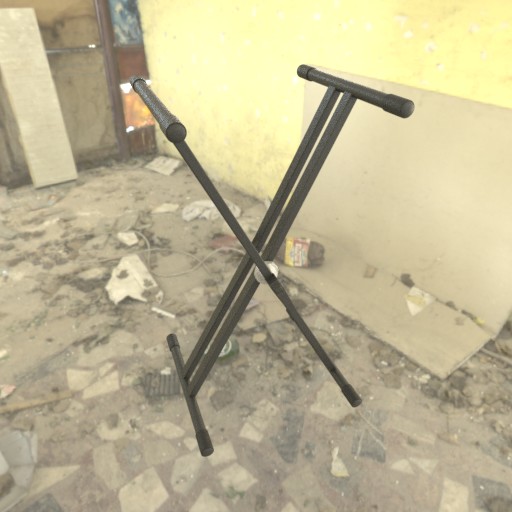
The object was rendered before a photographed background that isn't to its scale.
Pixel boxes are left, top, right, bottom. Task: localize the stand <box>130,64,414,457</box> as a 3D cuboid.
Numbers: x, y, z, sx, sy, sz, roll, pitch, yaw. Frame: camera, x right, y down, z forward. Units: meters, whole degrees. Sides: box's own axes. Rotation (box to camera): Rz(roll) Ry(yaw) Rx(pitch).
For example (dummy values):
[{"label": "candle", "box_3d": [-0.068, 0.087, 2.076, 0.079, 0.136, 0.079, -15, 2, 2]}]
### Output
[{"label": "stand", "box_3d": [0.000, 0.000, 1.233, 0.503, 0.900, 0.495, -11, 33, -17]}]
